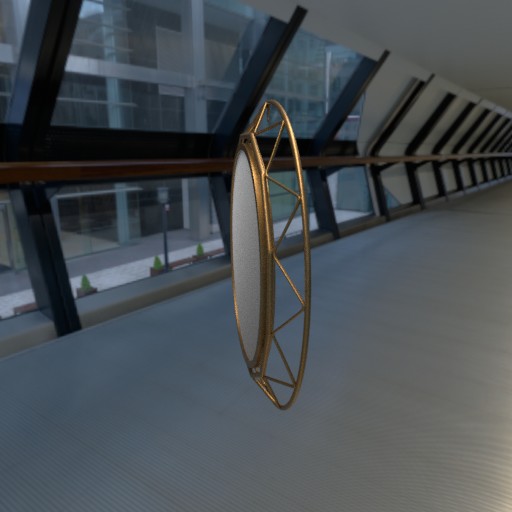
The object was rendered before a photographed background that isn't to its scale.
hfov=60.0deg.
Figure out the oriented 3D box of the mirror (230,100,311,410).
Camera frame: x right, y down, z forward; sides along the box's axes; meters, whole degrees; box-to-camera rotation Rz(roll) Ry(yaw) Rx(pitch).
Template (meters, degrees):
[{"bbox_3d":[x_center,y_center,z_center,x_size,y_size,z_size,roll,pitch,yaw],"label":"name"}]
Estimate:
[{"bbox_3d":[0.000,0.000,0.682,0.043,0.454,0.454,-2,14,-9],"label":"mirror"}]
